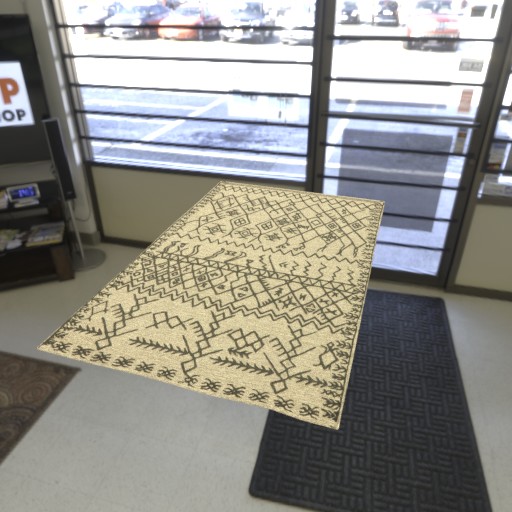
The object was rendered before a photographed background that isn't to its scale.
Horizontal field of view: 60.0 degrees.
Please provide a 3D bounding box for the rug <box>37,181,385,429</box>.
[{"bbox_3d":[0.000,0.000,3.029,1.530,0.012,2.444,10,32,16],"label":"rug"}]
